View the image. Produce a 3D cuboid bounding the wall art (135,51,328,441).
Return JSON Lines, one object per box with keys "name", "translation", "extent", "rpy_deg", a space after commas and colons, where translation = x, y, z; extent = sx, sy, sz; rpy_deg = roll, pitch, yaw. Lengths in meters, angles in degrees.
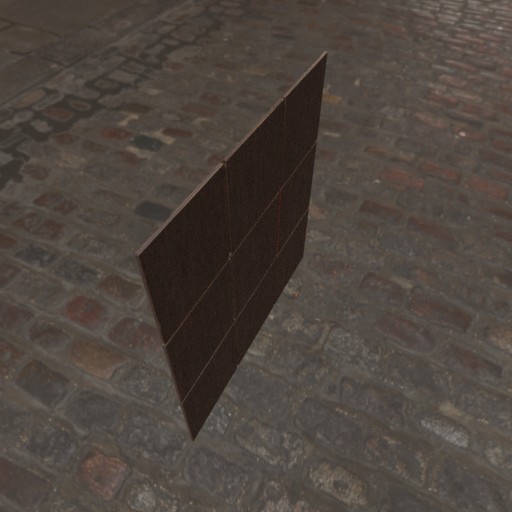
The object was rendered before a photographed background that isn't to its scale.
{"name": "wall art", "translation": [0.000, 0.000, 2.315], "extent": [0.014, 1.525, 1.527], "rpy_deg": [21, 51, 18]}
